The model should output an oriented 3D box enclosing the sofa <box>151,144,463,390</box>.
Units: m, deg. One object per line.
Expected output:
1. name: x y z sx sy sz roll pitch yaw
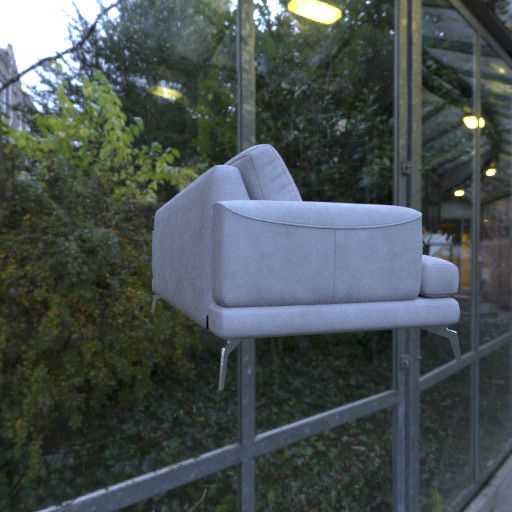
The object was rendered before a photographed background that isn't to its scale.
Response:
1. sofa: 0.000 0.000 2.461 0.980 0.830 2.013 0 0 -19
